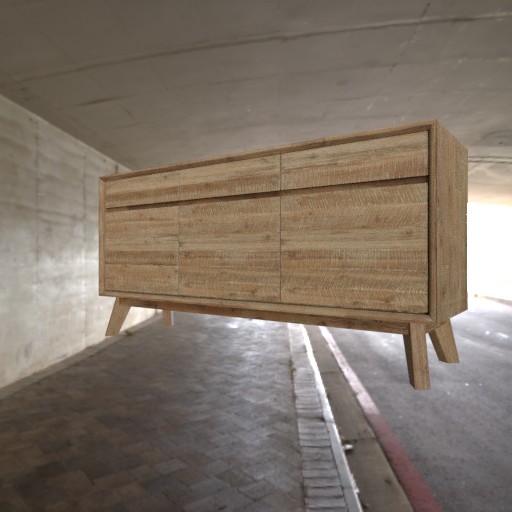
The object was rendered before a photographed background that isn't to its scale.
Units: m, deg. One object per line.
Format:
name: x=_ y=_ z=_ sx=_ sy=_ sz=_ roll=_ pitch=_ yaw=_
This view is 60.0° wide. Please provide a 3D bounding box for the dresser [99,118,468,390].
dresser: x=0.000 y=0.000 z=1.921 sx=1.602 sy=0.788 sz=0.455 roll=0 pitch=0 yaw=36
